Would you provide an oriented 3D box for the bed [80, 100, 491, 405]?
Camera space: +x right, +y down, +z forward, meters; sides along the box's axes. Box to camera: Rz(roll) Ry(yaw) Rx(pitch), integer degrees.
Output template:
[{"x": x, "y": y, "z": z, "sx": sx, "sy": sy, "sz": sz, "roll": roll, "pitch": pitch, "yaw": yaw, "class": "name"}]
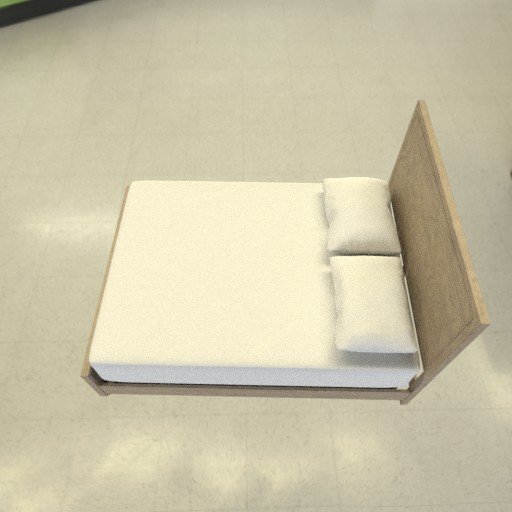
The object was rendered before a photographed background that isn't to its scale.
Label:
[{"x": 0.000, "y": 0.000, "z": 3.061, "sx": 2.189, "sy": 1.369, "sz": 1.606, "roll": 1, "pitch": 57, "yaw": 1, "class": "bed"}]
